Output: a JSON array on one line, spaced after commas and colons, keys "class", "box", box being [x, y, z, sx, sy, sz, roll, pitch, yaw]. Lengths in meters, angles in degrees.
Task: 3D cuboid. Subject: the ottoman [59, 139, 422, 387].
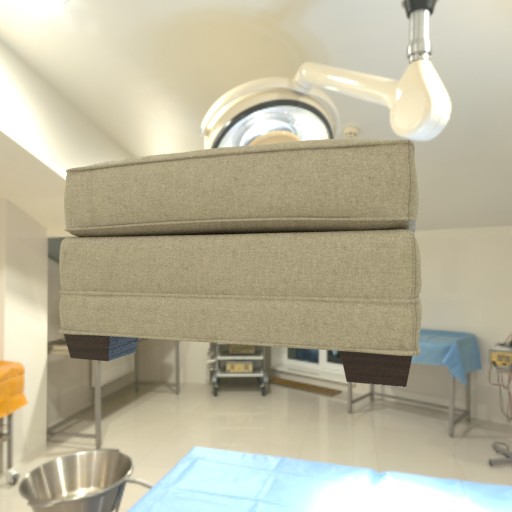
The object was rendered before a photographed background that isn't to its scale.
[{"class": "ottoman", "box": [0.000, 0.000, 1.219, 0.848, 0.508, 0.611, 0, -1, 19]}]
